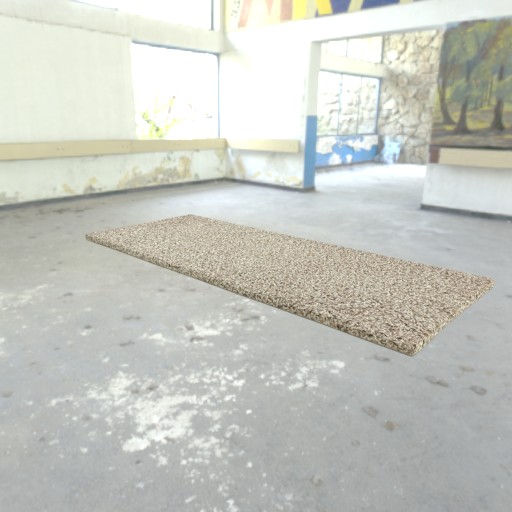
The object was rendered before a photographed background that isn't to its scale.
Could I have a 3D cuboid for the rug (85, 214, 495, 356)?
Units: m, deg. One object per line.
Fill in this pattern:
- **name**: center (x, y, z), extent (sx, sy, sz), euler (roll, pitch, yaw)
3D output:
- **rug**: center (0.000, 0.000, 1.693), extent (1.524, 0.030, 0.609), euler (15, 23, 41)
